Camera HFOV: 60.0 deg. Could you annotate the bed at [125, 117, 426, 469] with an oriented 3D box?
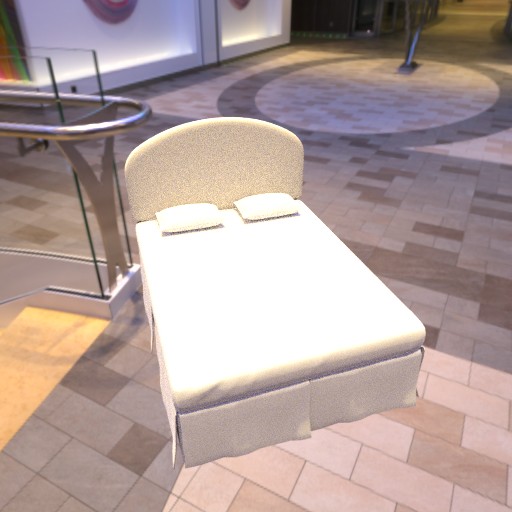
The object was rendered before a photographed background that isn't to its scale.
[{"bbox_3d":[0.000,0.000,3.084,1.607,1.410,2.005,-10,33,-16],"label":"bed"}]
